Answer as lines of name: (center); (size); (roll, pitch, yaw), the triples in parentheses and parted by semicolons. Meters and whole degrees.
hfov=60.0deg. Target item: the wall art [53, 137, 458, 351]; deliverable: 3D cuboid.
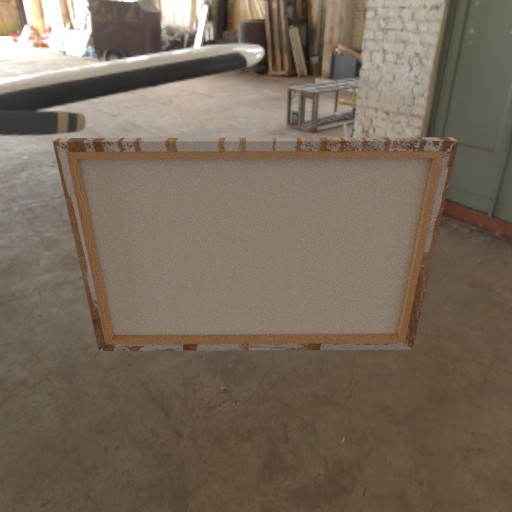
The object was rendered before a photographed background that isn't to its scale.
wall art: (0.000, 0.000, 1.160); (0.914, 0.609, 0.035); (0, 29, 0)
